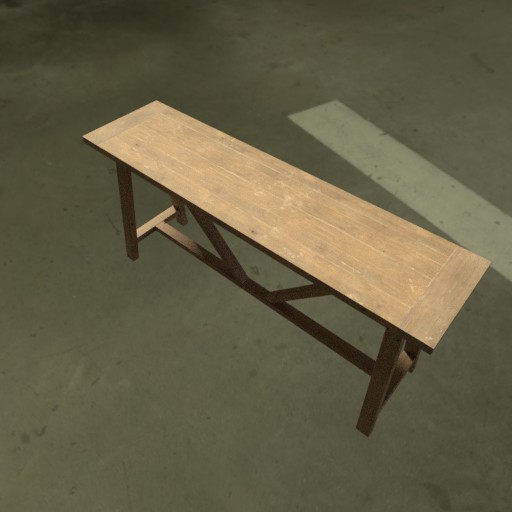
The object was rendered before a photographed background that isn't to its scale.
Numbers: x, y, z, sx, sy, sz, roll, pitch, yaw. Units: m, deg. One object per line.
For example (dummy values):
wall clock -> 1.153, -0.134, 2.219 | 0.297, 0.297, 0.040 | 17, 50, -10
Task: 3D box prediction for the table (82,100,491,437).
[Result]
table -> 0.000, 0.000, 2.144 | 1.800, 0.810, 0.465 | 32, 54, 26
